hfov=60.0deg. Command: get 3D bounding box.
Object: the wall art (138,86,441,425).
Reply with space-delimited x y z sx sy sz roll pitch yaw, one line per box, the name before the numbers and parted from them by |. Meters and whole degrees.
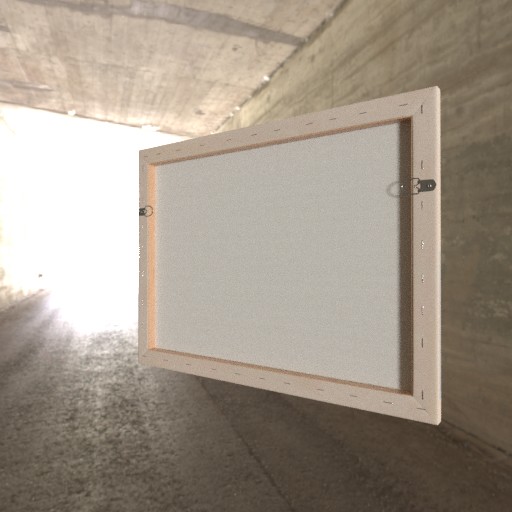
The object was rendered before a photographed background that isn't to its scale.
wall art | 0.000 0.000 1.556 1.219 0.912 0.042 0 0 36
